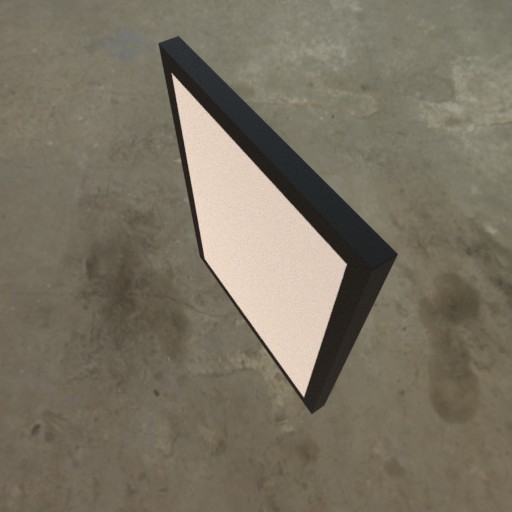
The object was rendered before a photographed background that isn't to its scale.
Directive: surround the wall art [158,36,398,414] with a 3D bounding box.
[{"bbox_3d":[0.000,0.000,0.555,0.024,0.404,0.329,-29,61,-18],"label":"wall art"}]
